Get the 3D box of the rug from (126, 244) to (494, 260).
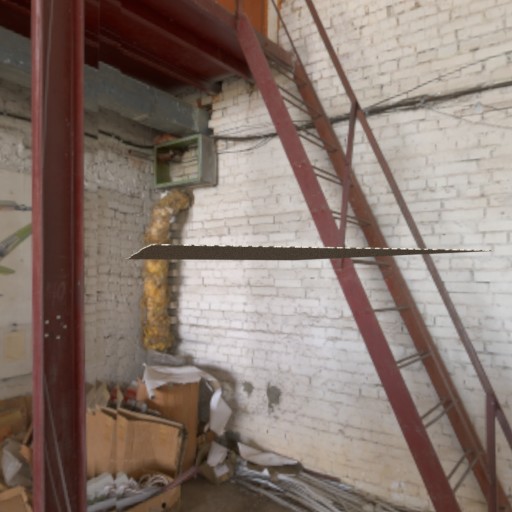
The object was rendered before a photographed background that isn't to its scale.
[{"bbox_3d":[0.000,0.000,2.187,1.177,0.004,1.750,1,-2,-18],"label":"rug"}]
